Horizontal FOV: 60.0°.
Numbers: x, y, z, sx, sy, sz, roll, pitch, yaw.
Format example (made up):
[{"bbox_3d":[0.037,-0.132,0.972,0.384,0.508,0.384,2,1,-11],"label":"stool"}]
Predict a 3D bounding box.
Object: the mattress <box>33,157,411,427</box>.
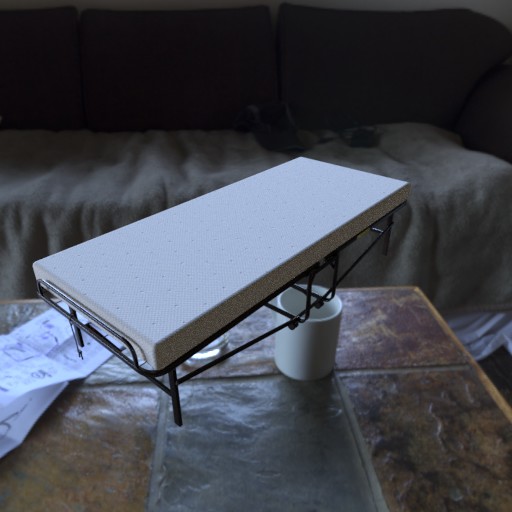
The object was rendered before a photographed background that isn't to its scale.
[{"bbox_3d":[0.000,0.000,2.553,0.922,0.519,2.153,23,37,34],"label":"mattress"}]
